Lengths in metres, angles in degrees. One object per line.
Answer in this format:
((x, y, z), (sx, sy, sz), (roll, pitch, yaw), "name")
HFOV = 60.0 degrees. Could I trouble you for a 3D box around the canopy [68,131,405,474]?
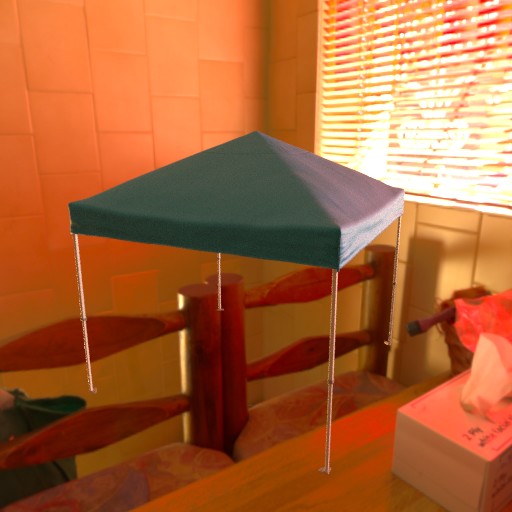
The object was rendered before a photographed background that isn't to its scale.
((0.000, 0.000, 5.512), (2.996, 2.997, 2.998), (8, 17, 26), "canopy")
